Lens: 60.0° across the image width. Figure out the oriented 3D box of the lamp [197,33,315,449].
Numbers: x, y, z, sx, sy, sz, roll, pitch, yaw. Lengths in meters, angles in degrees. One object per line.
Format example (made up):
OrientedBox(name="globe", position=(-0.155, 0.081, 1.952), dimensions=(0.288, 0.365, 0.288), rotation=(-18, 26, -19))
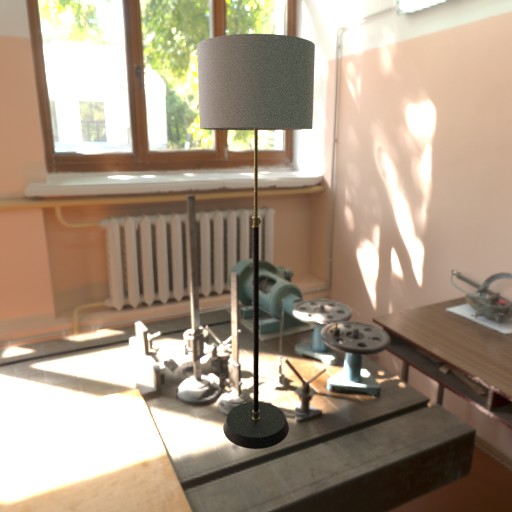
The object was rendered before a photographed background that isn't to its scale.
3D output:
OrientedBox(name="lamp", position=(0.000, 0.000, 1.713), dimensions=(0.404, 1.517, 0.404), rotation=(2, 15, 8))
